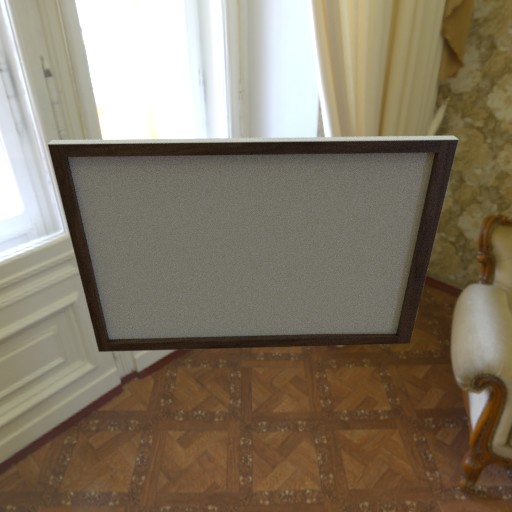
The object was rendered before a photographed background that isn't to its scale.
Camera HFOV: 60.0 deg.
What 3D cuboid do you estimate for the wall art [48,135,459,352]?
[{"bbox_3d":[0.000,0.000,1.919,1.520,1.016,0.051,-1,31,-2],"label":"wall art"}]
